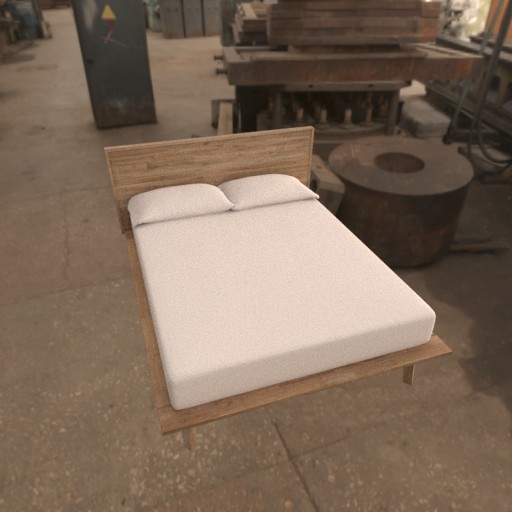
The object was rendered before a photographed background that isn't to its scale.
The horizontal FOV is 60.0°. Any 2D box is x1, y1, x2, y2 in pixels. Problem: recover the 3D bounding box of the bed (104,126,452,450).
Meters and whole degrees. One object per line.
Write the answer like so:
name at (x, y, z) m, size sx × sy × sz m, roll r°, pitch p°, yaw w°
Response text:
bed at (0.000, 0.000, 3.111) m, size 1.759 × 1.071 × 2.145 m, roll -10°, pitch 34°, yaw -16°
